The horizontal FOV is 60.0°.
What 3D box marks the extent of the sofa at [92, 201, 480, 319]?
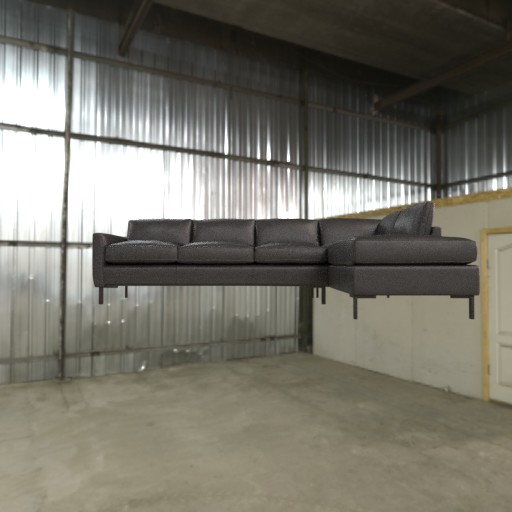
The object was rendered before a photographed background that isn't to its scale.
[{"bbox_3d":[0.000,0.000,3.897,2.984,0.877,1.938,0,-1,0],"label":"sofa"}]
